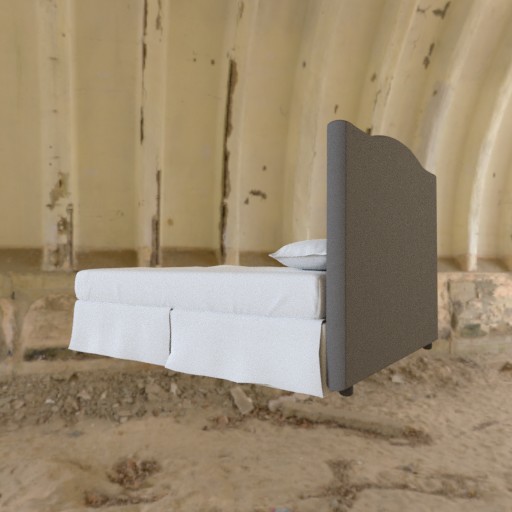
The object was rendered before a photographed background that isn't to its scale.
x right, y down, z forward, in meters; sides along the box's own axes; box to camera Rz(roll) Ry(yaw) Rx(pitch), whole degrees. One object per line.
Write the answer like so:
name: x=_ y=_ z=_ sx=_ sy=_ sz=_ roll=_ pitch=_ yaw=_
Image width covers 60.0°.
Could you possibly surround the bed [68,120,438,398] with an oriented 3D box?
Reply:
bed: x=0.000 y=0.000 z=3.456 sx=2.282 sy=1.436 sz=1.821 roll=-1 pitch=-1 yaw=36
